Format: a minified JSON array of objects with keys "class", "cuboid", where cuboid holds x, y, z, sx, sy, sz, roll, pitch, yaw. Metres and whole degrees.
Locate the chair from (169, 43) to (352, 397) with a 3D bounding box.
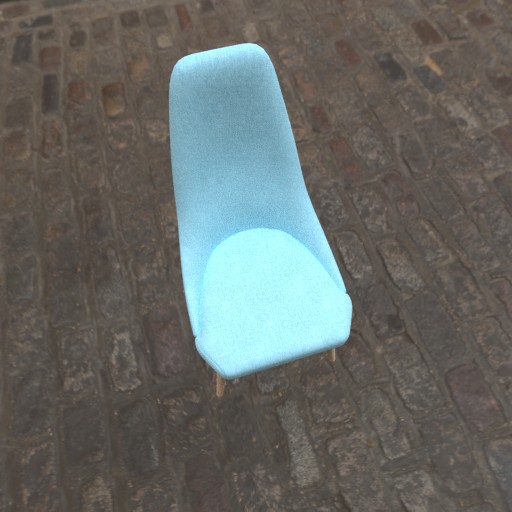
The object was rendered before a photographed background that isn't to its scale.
[{"class":"chair","cuboid":[0.000,0.000,1.412,0.510,1.040,0.660,-15,64,-7]}]
